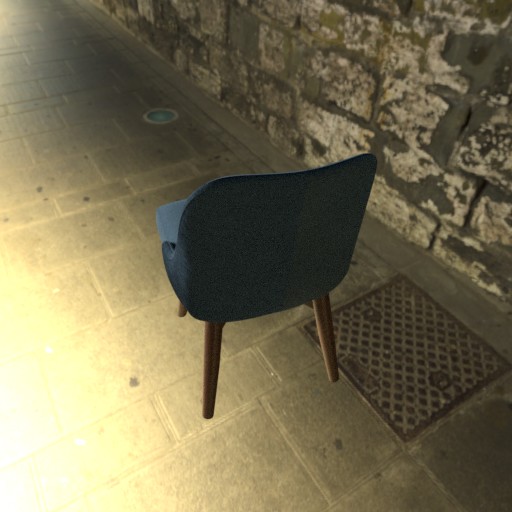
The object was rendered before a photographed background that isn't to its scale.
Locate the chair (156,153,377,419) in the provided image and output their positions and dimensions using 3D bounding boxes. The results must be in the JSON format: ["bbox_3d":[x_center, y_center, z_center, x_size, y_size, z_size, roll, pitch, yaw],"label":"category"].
[{"bbox_3d":[0.000,0.000,1.248,0.503,0.882,0.589,-12,43,-13],"label":"chair"}]
